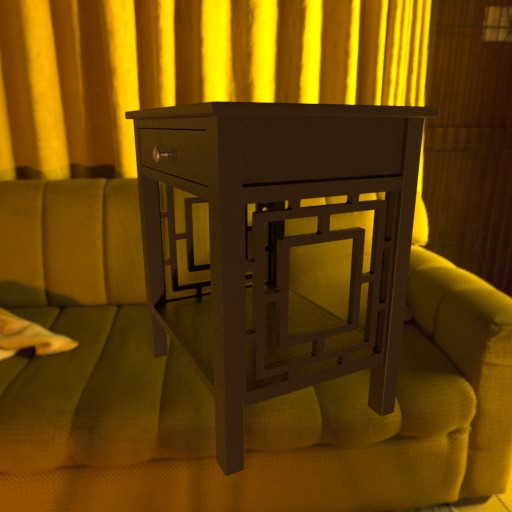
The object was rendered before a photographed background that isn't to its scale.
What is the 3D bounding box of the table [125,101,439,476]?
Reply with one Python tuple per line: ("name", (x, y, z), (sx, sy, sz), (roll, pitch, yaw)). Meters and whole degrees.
("table", (0.000, 0.000, 1.028), (0.451, 0.646, 0.564), (-8, 18, -26))
